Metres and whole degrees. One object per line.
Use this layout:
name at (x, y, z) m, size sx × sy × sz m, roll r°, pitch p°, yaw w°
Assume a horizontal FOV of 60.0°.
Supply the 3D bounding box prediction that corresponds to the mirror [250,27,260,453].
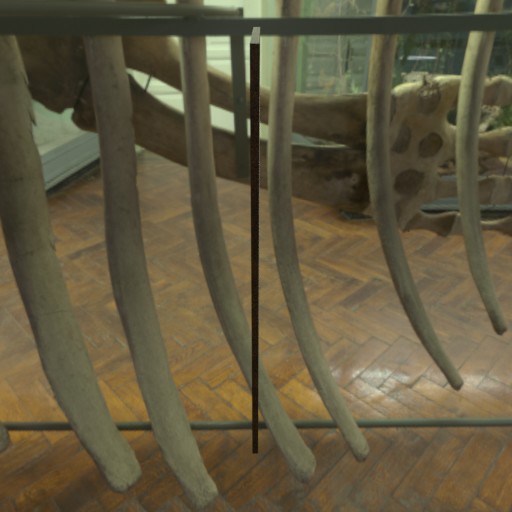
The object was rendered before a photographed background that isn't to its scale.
mirror at (0.000, 0.000, 2.260) m, size 0.032 × 2.031 × 0.812 m, roll 0°, pitch 31°, yaw 0°
